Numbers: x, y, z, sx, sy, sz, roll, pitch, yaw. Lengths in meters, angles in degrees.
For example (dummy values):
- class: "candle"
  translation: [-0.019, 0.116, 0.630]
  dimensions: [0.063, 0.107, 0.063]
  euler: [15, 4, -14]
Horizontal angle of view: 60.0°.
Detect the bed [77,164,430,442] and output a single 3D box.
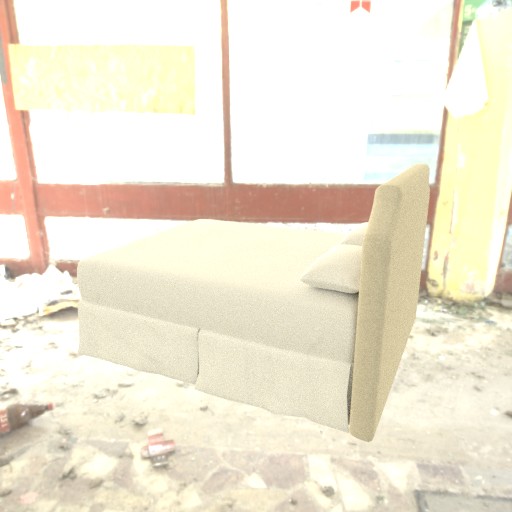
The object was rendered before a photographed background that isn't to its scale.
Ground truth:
- class: "bed"
  translation: [0.000, 0.000, 3.200]
  dimensions: [2.116, 1.290, 1.693]
  euler: [8, 18, 25]
